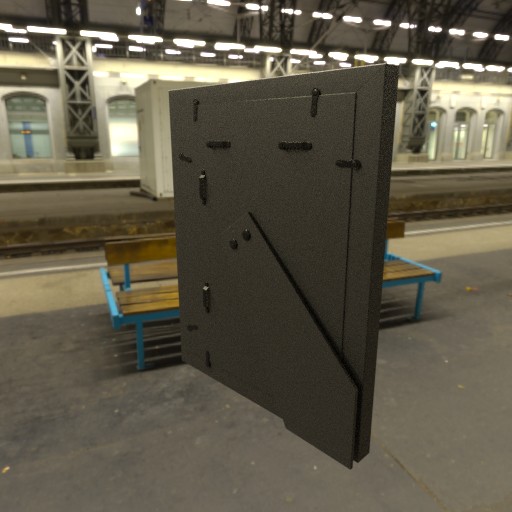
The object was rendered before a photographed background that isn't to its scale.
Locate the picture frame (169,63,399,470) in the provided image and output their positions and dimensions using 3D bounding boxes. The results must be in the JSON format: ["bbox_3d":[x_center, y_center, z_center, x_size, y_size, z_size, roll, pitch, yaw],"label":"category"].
[{"bbox_3d":[0.000,0.000,0.515,0.036,0.383,0.307,-15,21,-43],"label":"picture frame"}]
